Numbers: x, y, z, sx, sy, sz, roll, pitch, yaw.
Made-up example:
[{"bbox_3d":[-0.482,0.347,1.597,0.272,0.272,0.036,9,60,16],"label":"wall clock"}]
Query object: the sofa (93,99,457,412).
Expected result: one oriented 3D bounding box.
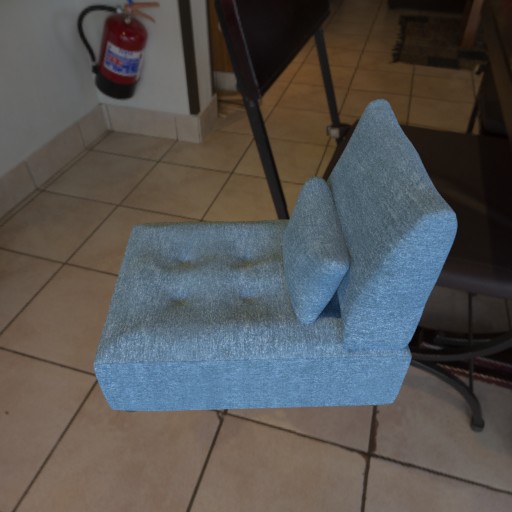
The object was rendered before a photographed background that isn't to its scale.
[{"bbox_3d":[0.000,0.000,1.515,1.000,0.820,0.700,-1,42,-1],"label":"sofa"}]
